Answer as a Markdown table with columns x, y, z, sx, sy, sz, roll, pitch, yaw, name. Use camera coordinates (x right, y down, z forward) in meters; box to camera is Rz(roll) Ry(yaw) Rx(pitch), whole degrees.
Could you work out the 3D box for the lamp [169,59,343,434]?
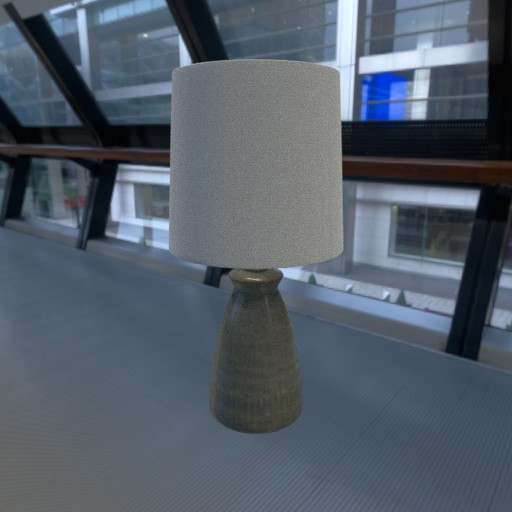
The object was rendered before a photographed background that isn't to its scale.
| x | y | z | sx | sy | sz | roll | pitch | yaw | name |
| --- | --- | --- | --- | --- | --- | --- | --- | --- | --- |
| 0.000 | 0.000 | 0.484 | 0.186 | 0.369 | 0.186 | 0 | 14 | 0 | lamp |
